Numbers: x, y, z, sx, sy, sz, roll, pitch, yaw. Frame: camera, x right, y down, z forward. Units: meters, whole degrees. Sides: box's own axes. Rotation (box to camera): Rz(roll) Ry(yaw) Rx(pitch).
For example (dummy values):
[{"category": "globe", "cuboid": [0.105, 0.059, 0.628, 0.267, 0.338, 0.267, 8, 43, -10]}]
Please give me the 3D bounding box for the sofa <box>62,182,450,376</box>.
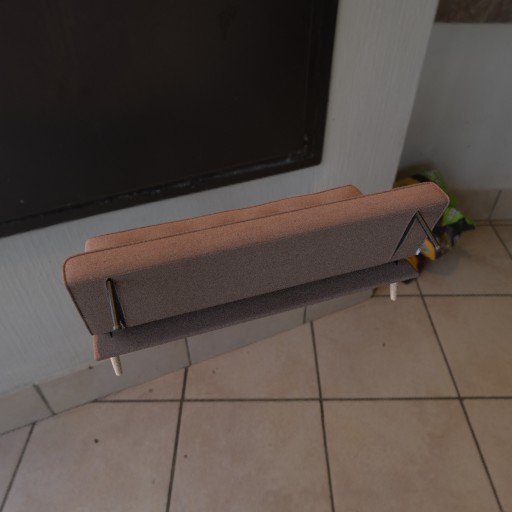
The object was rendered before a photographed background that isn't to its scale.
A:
[{"category": "sofa", "cuboid": [0.000, 0.000, 2.413, 1.820, 0.810, 1.038, -13, 44, -14]}]
